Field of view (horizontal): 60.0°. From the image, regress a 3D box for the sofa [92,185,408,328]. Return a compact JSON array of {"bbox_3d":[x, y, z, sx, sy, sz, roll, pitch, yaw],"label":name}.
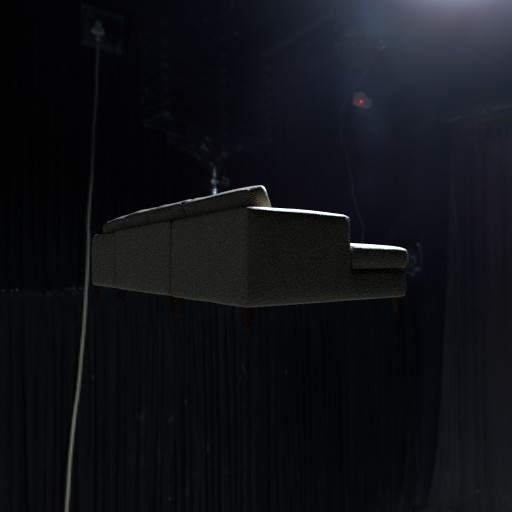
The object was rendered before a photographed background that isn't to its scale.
[{"bbox_3d":[0.000,0.000,4.819,2.593,0.959,3.460,1,-1,-35],"label":"sofa"}]
